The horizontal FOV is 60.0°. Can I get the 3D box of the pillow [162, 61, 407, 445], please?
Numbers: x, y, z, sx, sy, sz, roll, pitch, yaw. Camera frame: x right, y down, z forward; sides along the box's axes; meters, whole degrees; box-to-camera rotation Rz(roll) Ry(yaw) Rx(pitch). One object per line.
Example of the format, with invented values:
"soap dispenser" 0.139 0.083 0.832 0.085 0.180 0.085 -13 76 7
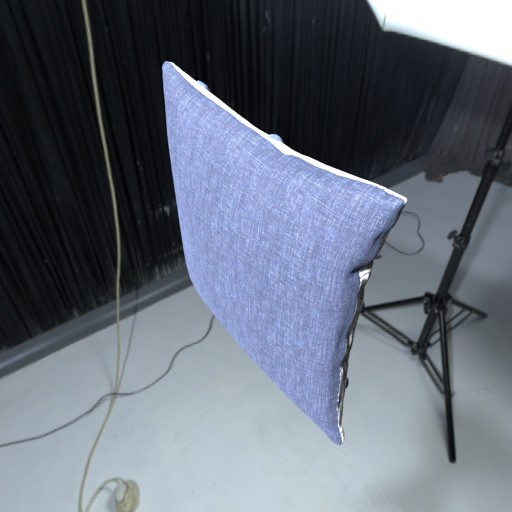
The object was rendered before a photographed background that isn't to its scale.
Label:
"pillow" 0.000 0.000 0.753 0.145 0.510 0.510 -26 48 -26
